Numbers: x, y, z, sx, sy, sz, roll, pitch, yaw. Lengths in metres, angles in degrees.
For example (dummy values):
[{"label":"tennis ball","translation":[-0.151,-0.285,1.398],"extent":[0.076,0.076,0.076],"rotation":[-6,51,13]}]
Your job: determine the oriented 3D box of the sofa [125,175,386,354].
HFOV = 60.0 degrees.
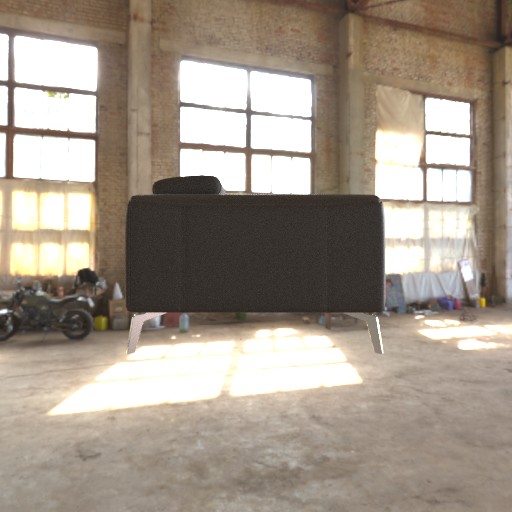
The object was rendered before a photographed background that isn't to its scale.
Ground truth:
[{"label":"sofa","translation":[0.000,0.000,2.835],"extent":[1.023,0.759,2.321],"rotation":[0,0,0]}]
